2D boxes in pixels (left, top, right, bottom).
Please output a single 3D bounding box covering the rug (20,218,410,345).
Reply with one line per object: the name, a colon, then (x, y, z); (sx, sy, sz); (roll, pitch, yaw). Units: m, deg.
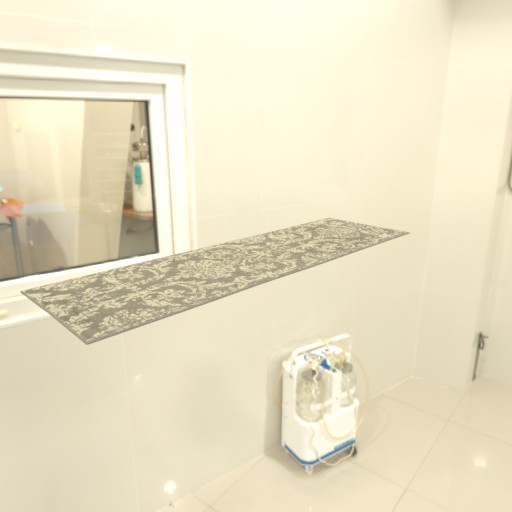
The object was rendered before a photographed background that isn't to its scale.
rug: (0.000, 0.000, 2.416); (2.196, 0.011, 0.662); (-16, 23, -42)
